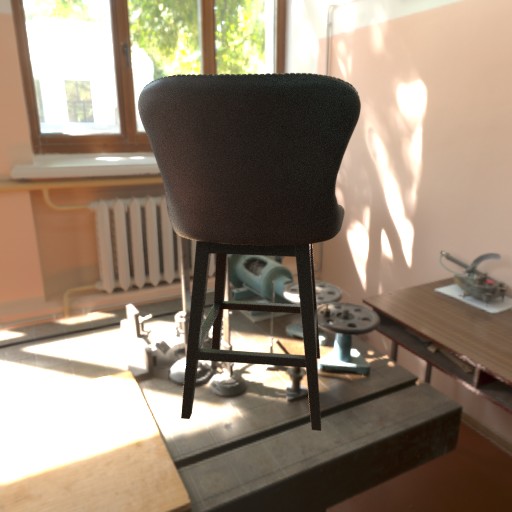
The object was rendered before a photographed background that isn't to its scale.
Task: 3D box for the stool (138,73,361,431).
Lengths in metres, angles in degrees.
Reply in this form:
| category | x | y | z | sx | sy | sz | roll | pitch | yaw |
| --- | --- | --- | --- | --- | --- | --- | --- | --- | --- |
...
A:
| category | x | y | z | sx | sy | sz | roll | pitch | yaw |
| --- | --- | --- | --- | --- | --- | --- | --- | --- | --- |
| stool | 0.000 | 0.000 | 1.333 | 0.528 | 0.971 | 0.593 | 2 | 17 | 7 |
